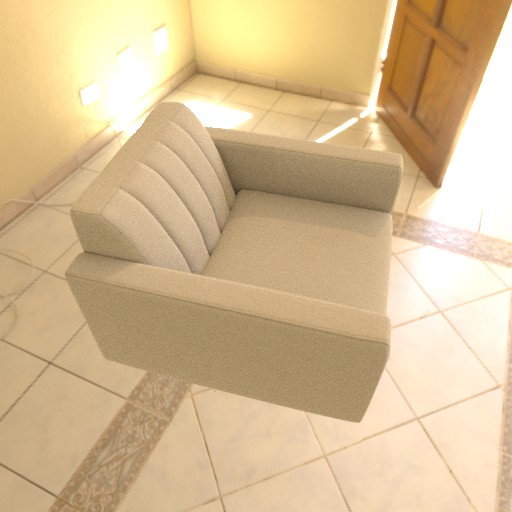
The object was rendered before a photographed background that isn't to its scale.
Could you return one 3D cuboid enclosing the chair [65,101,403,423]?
[{"bbox_3d":[0.000,0.000,1.696,0.998,0.819,0.953,11,48,10],"label":"chair"}]
